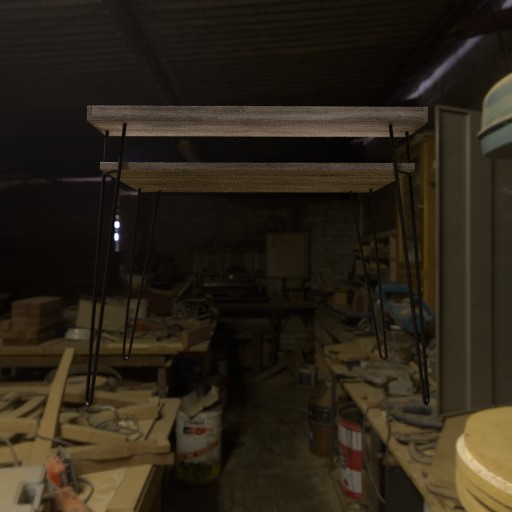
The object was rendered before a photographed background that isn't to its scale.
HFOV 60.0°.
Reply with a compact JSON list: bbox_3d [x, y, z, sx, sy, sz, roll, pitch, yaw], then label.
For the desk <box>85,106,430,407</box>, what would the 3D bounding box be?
[{"bbox_3d":[0.000,0.000,1.615,1.135,0.899,0.605,0,0,-1],"label":"desk"}]
